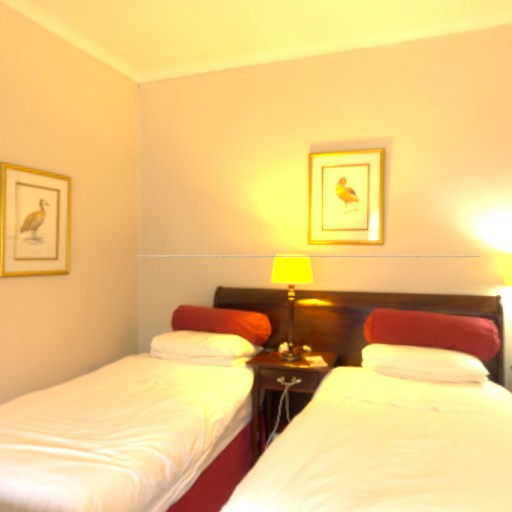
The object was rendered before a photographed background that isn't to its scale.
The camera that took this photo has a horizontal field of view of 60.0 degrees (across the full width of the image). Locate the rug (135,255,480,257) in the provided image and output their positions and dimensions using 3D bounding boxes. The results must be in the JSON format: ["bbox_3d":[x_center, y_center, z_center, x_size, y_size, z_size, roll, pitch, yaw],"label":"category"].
[{"bbox_3d":[0.000,0.000,3.077,1.523,0.008,2.438,0,0,-18],"label":"rug"}]
